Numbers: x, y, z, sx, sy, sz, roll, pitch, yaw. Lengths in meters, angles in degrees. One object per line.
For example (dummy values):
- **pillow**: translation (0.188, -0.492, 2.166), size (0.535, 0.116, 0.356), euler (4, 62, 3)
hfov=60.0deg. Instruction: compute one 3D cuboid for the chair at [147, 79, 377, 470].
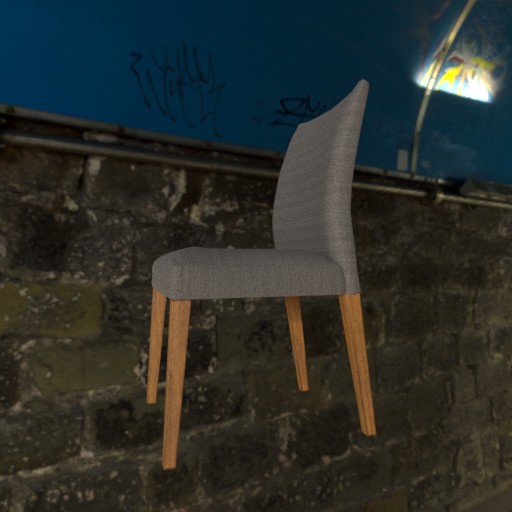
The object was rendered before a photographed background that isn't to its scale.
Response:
- **chair**: translation (0.000, 0.000, 1.297), size (0.585, 0.940, 0.496), euler (0, -1, -18)
